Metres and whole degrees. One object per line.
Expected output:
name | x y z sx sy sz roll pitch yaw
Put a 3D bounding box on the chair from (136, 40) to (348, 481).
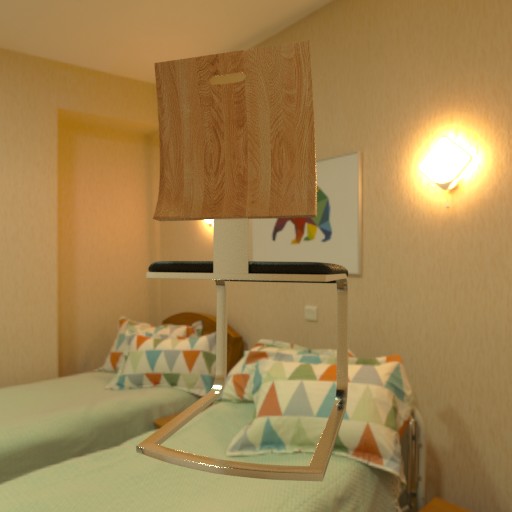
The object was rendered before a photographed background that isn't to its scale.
chair | 0.000 0.000 1.220 0.462 0.936 0.560 0 0 18
